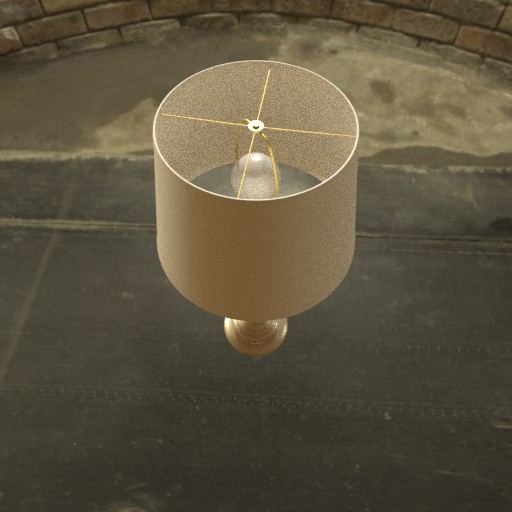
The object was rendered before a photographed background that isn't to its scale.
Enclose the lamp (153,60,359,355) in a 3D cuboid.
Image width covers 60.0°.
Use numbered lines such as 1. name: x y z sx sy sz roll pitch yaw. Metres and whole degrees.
1. lamp: 0.000 0.000 0.805 0.328 0.612 0.328 0 57 0
